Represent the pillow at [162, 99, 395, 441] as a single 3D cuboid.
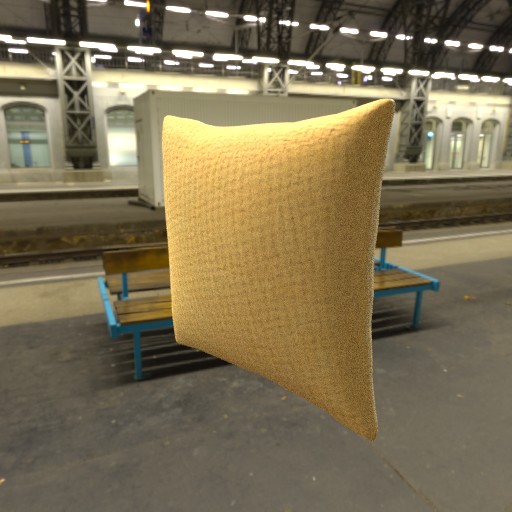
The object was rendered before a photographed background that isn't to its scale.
[{"bbox_3d":[0.000,0.000,0.644,0.419,0.407,0.173,13,19,43],"label":"pillow"}]
